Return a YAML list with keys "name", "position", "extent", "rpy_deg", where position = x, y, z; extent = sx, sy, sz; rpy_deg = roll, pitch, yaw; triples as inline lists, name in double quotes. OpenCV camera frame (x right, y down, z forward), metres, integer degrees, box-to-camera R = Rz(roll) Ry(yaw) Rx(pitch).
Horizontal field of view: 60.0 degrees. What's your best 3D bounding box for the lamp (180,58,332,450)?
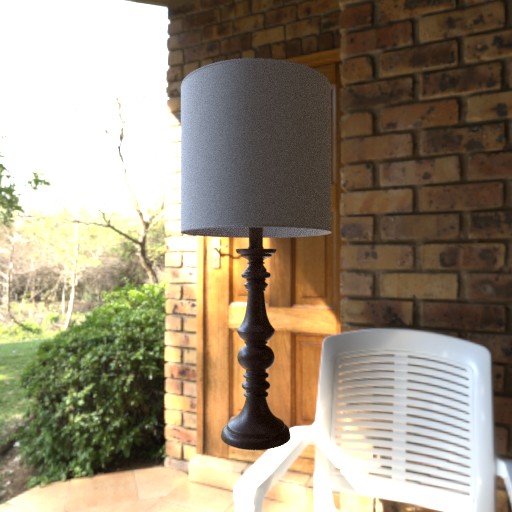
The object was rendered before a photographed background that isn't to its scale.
- name: "lamp"
  position: [0.000, 0.000, 0.742]
  extent: [0.250, 0.597, 0.250]
  rpy_deg: [0, -1, 19]
